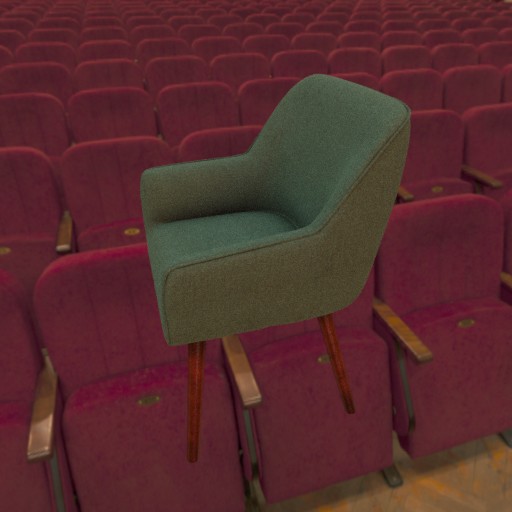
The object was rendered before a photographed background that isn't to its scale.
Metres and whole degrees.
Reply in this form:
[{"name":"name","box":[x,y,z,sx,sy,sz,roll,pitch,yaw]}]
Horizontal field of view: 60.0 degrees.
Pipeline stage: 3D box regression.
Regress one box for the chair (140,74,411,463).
[{"name":"chair","box":[0.000,0.000,1.129,0.519,0.803,0.543,-9,32,-14]}]
